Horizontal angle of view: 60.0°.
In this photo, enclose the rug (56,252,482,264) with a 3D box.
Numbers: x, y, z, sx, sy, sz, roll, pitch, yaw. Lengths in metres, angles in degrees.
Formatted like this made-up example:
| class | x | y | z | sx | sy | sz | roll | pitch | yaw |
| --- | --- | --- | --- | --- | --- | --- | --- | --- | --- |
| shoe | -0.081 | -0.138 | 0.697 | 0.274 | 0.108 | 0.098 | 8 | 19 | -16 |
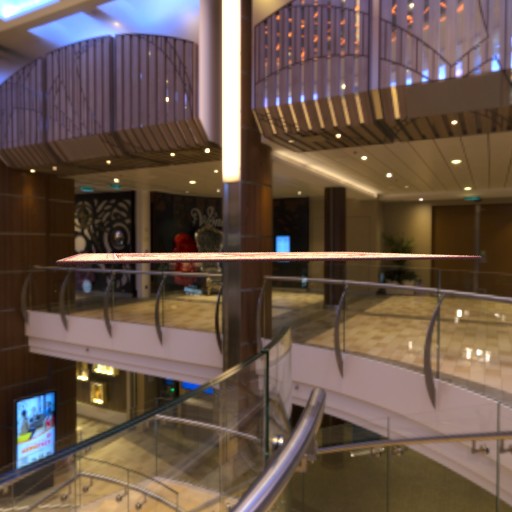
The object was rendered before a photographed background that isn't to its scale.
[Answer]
| class | x | y | z | sx | sy | sz | roll | pitch | yaw |
| --- | --- | --- | --- | --- | --- | --- | --- | --- | --- |
| rug | 0.000 | 0.000 | 5.923 | 4.578 | 0.033 | 3.033 | -1 | 2 | -18 |
